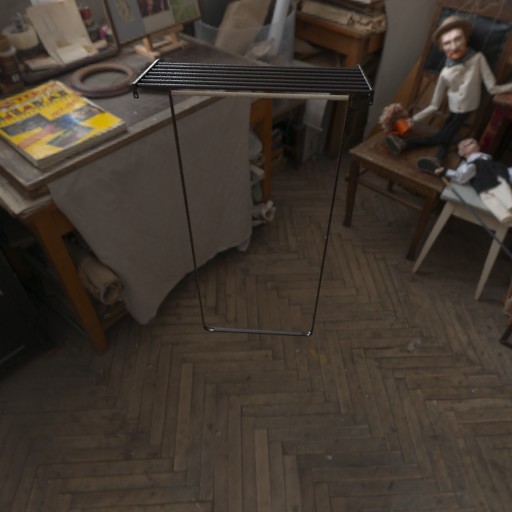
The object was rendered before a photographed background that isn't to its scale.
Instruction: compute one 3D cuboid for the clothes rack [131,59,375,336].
[{"bbox_3d":[0.000,0.000,1.786,0.609,1.574,0.349,3,46,2],"label":"clothes rack"}]
